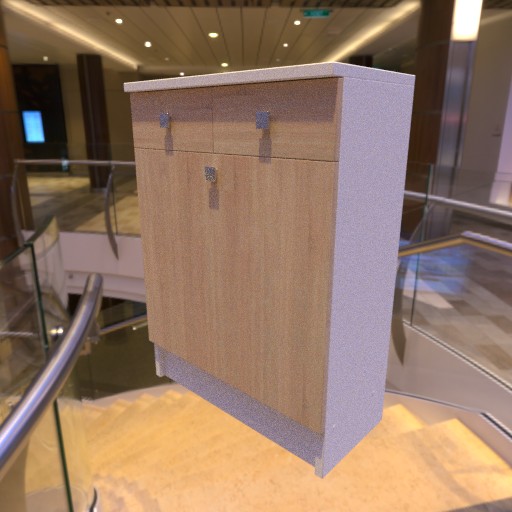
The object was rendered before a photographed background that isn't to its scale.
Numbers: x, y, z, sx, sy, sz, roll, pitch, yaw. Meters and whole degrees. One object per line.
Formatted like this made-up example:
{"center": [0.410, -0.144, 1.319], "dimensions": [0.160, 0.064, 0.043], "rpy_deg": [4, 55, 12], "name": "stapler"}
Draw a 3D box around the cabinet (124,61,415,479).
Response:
{"center": [0.000, 0.000, 1.099], "dimensions": [0.600, 0.815, 0.296], "rpy_deg": [15, 22, 40], "name": "cabinet"}
